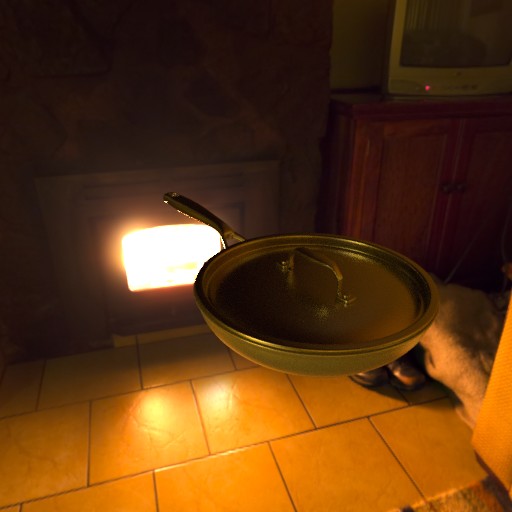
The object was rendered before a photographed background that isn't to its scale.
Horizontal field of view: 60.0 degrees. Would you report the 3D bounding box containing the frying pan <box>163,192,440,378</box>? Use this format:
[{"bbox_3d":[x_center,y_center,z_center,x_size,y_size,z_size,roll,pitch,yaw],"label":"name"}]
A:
[{"bbox_3d":[0.000,0.000,0.590,0.272,0.086,0.490,-18,31,-33],"label":"frying pan"}]
